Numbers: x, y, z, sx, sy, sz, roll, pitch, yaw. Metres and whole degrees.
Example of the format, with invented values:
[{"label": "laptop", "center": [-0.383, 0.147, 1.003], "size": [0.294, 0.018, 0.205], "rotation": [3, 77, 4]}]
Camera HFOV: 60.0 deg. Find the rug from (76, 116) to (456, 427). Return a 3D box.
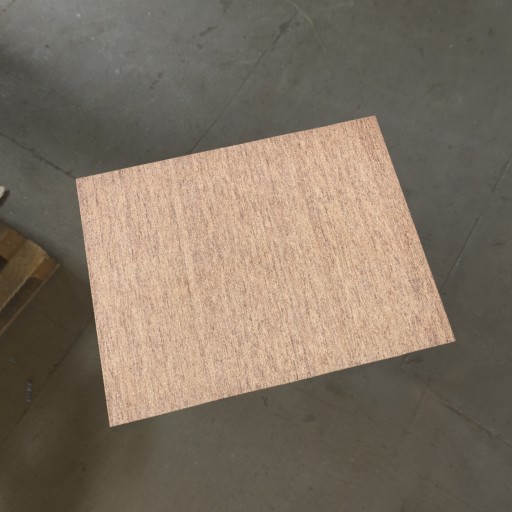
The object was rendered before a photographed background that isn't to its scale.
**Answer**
[{"label": "rug", "center": [0.000, 0.000, 4.311], "size": [3.205, 0.013, 2.448], "rotation": [-13, 74, -4]}]
